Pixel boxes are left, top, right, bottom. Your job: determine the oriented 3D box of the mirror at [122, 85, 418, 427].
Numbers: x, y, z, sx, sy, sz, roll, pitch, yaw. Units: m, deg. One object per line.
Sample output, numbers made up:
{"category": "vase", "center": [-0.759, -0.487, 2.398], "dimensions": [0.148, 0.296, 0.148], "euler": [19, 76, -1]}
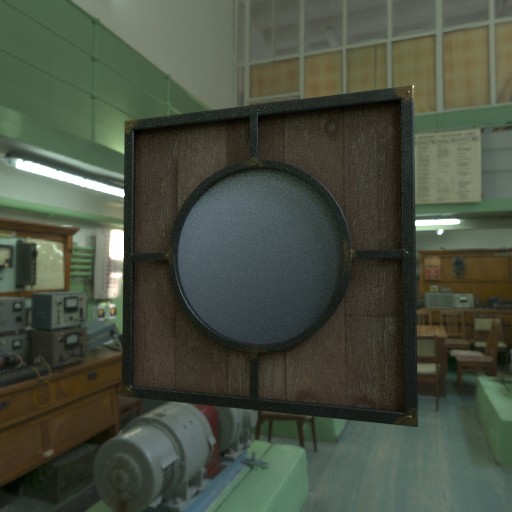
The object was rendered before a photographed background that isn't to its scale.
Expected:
{"category": "mirror", "center": [0.000, 0.000, 0.561], "dimensions": [0.382, 0.381, 0.020], "euler": [-1, -2, 18]}
